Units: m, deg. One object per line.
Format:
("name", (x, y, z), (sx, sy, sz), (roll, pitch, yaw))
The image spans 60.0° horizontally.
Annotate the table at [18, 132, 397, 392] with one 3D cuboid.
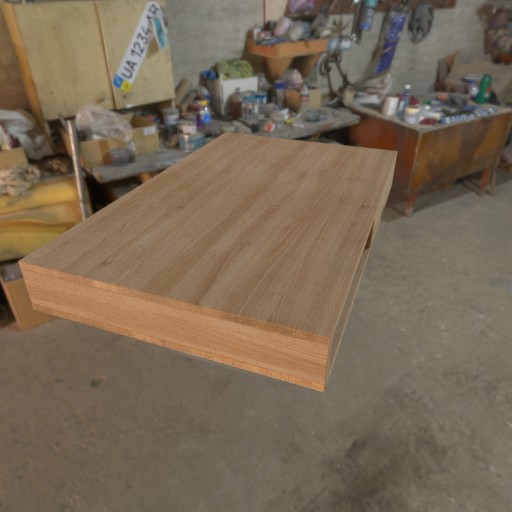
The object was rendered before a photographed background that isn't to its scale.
("table", (0.000, 0.000, 1.421), (0.700, 0.440, 1.100), (11, 33, 18))
